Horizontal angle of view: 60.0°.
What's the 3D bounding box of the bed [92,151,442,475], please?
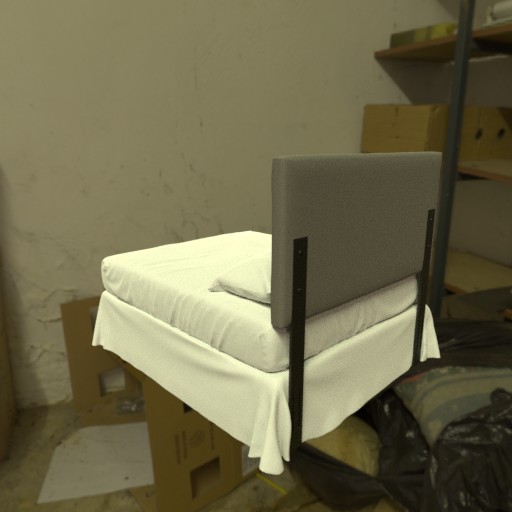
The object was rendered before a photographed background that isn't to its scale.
[{"bbox_3d":[0.000,0.000,3.422,1.936,1.577,2.222,-13,19,-42],"label":"bed"}]
